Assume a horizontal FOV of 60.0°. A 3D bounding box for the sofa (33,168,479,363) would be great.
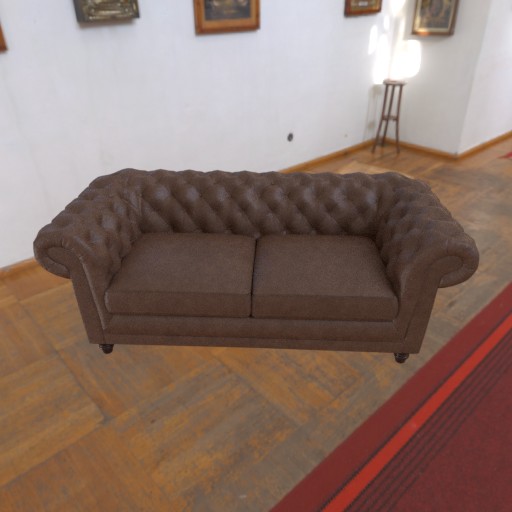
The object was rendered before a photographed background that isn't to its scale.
[{"bbox_3d":[0.000,0.000,2.525,2.048,0.784,0.955,1,30,2],"label":"sofa"}]
